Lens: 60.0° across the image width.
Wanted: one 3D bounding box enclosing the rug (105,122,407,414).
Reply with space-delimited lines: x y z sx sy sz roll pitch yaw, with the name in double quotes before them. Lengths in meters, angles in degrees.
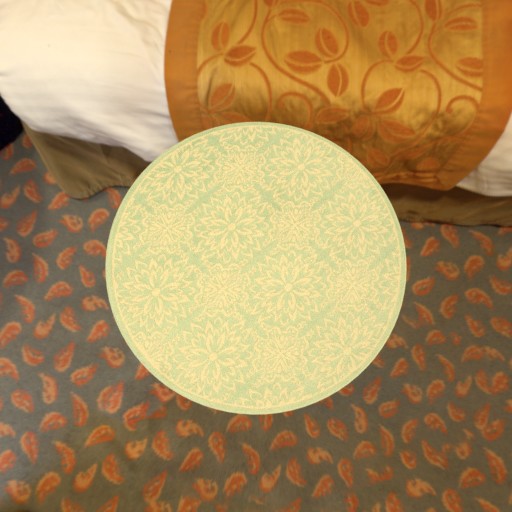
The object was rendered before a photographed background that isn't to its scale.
"rug" 0.000 0.000 2.352 1.593 0.012 1.593 0 76 0
